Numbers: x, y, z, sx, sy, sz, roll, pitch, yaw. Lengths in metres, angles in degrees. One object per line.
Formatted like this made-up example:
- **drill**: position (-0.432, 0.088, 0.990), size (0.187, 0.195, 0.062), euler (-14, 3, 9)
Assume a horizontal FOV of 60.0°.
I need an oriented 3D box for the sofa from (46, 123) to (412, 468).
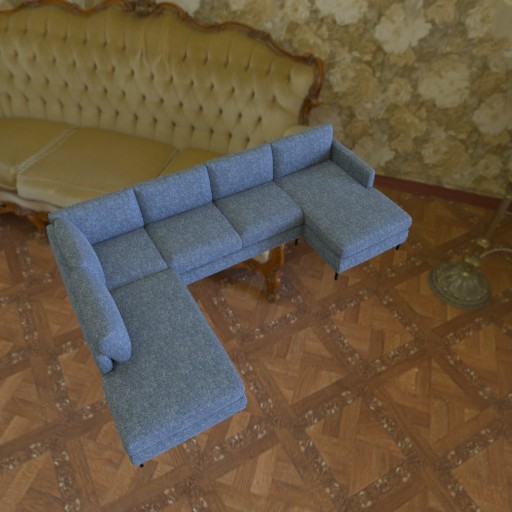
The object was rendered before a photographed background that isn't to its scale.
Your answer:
- **sofa**: position (0.000, 0.000, 3.452), size (2.737, 0.756, 1.879), euler (-23, 51, -20)
